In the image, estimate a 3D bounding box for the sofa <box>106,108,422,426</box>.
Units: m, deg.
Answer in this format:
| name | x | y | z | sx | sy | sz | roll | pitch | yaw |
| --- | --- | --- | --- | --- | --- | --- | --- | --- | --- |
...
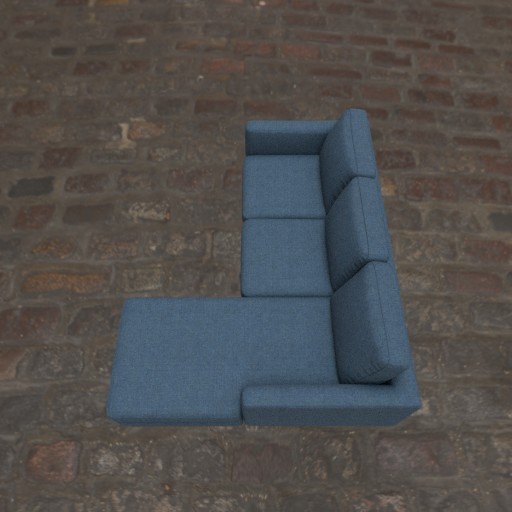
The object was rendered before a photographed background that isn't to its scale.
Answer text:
| name | x | y | z | sx | sy | sz | roll | pitch | yaw |
| --- | --- | --- | --- | --- | --- | --- | --- | --- | --- |
| sofa | 0.000 | 0.000 | 2.925 | 1.667 | 0.957 | 2.055 | 0 | 59 | 0 |
